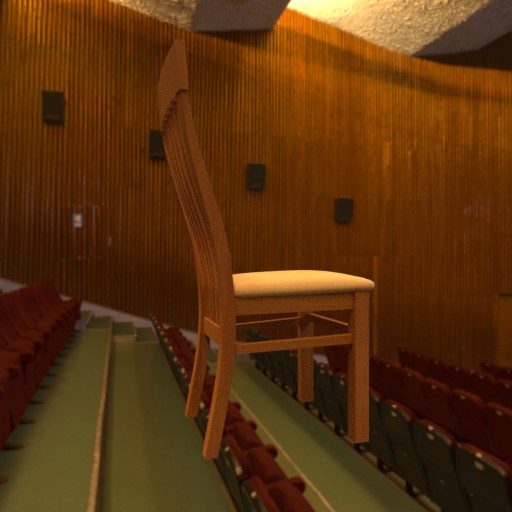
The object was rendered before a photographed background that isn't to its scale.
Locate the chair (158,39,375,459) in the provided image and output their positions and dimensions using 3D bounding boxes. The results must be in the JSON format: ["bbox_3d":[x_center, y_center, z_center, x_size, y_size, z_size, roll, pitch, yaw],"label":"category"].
[{"bbox_3d":[0.000,0.000,1.367,0.580,1.050,0.450,0,0,-18],"label":"chair"}]
